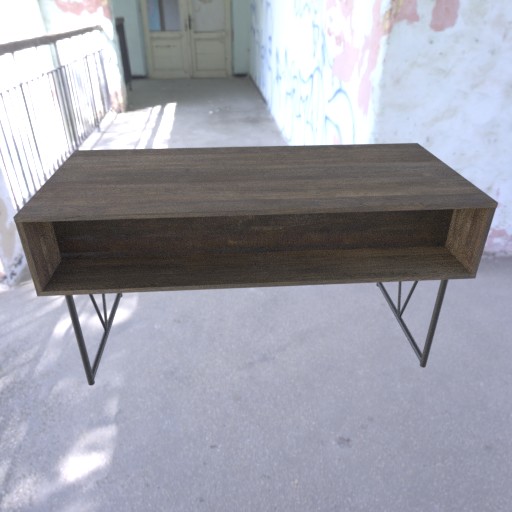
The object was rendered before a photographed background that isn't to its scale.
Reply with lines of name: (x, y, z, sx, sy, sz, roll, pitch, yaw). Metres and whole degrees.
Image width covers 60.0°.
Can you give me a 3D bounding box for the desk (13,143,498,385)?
desk: (0.000, 0.000, 1.969, 1.600, 0.780, 0.730, -2, 30, -4)
